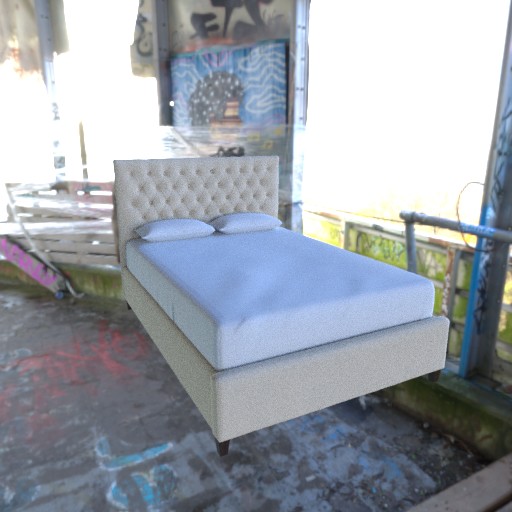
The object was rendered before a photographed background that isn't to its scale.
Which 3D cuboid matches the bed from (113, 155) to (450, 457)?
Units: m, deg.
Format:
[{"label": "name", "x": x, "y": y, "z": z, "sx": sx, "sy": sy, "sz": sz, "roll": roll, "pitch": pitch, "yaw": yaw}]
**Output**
[{"label": "bed", "x": 0.000, "y": 0.000, "z": 3.503, "sx": 1.698, "sy": 1.427, "sz": 2.387, "roll": -8, "pitch": 17, "yaw": -26}]
